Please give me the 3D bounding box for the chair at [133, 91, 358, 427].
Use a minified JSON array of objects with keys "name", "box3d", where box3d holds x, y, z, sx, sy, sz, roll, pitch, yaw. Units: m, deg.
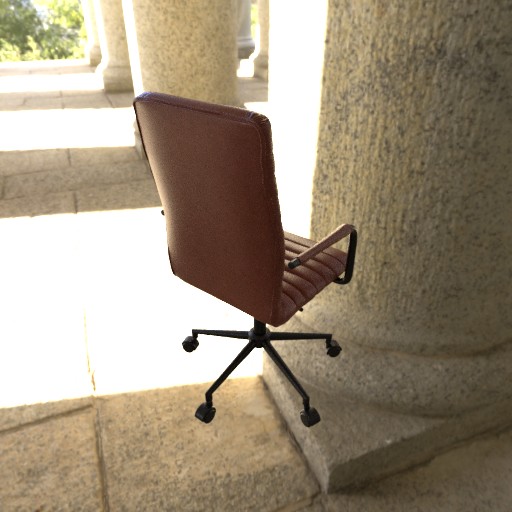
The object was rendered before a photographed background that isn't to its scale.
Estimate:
[{"name":"chair","box3d":[0.000,0.000,1.352,0.608,0.979,0.580,23,38,33]}]
